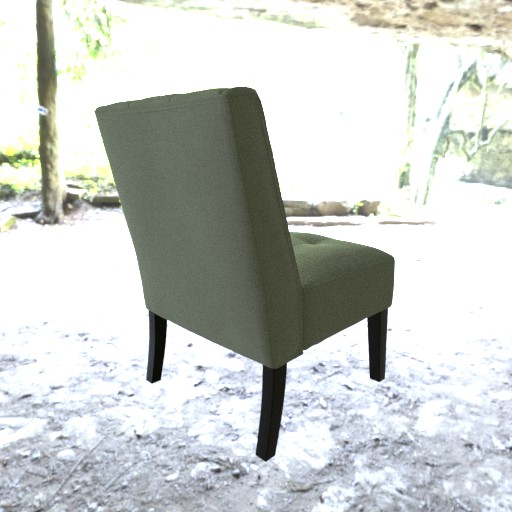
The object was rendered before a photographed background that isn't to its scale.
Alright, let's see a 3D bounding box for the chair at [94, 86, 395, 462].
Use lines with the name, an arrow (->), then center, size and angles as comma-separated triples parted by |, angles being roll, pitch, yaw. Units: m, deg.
chair -> 0.000, 0.000, 1.304 | 0.676, 0.853, 0.569 | -13, 19, -43
